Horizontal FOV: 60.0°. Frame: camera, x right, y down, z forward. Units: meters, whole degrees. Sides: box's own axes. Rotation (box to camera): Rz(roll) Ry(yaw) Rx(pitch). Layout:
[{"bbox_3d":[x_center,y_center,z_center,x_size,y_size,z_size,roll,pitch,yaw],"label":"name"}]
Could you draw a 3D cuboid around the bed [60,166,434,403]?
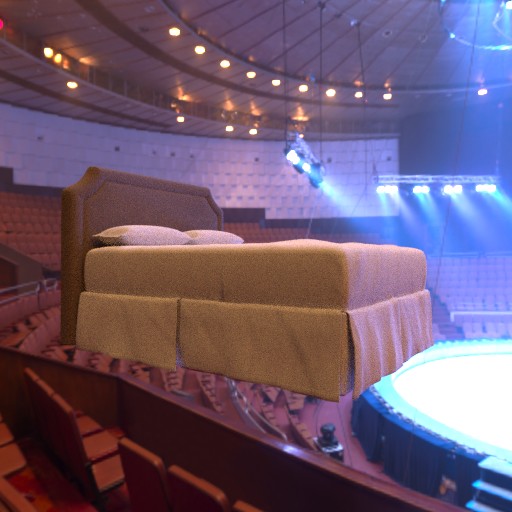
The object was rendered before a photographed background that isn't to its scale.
[{"bbox_3d":[0.000,0.000,3.138,2.116,1.290,1.693,0,0,34],"label":"bed"}]
